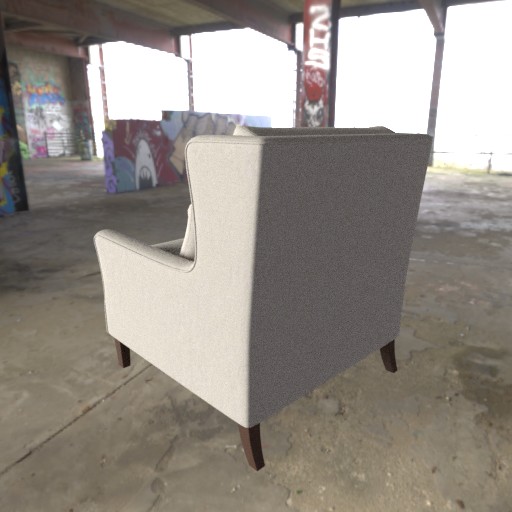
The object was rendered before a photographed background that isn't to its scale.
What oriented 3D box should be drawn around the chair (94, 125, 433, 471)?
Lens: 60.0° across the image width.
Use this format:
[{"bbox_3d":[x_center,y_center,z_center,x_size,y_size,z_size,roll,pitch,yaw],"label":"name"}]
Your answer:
[{"bbox_3d":[0.000,0.000,1.871,0.982,1.056,1.040,-15,22,-42],"label":"chair"}]
